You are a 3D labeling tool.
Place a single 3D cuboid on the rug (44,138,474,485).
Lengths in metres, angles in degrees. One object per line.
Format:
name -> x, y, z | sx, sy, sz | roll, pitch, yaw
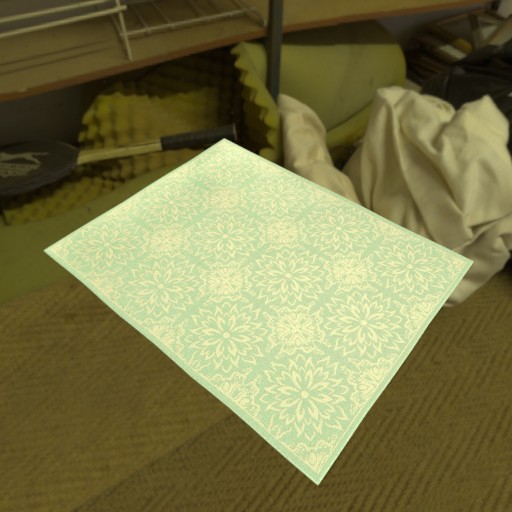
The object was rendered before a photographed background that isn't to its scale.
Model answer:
rug -> 0.000, 0.000, 3.913 | 2.980, 0.012, 2.363 | 32, 55, 26
